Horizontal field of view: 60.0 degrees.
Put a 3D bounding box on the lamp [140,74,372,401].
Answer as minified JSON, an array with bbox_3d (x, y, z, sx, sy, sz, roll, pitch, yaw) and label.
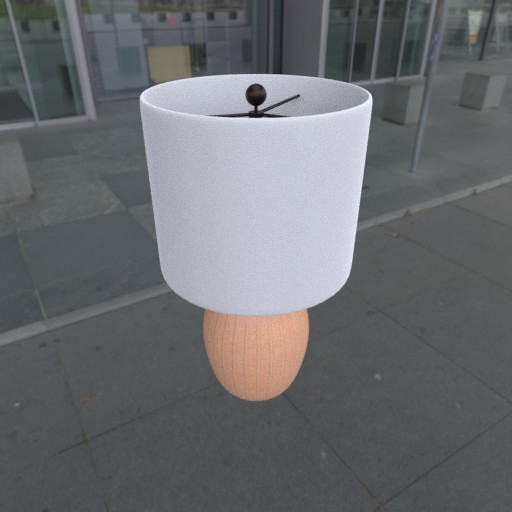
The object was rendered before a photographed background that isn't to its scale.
[{"bbox_3d":[0.000,0.000,0.777,0.329,0.570,0.329,0,31,0],"label":"lamp"}]
